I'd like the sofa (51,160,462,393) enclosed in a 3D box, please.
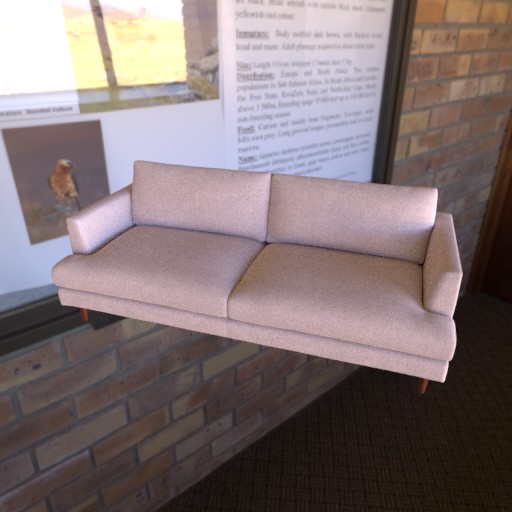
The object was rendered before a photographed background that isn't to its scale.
[{"bbox_3d":[0.000,0.000,2.731,2.250,0.868,1.020,8,28,16],"label":"sofa"}]
